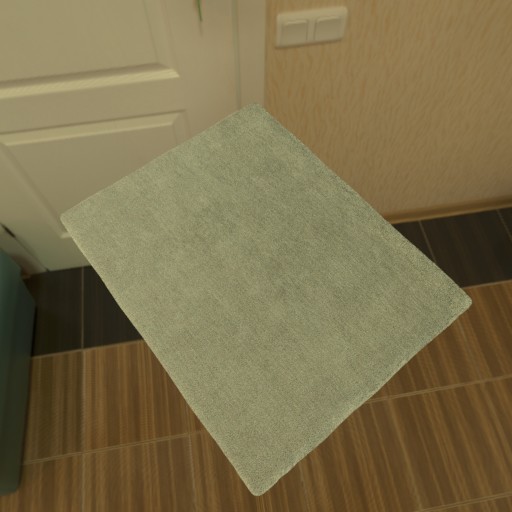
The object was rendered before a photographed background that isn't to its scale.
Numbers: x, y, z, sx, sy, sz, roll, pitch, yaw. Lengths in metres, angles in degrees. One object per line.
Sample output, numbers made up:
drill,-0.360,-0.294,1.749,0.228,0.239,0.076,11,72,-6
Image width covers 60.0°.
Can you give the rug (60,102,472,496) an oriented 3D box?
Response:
rug,0.000,0.000,3.857,2.332,0.027,2.933,-35,68,-17
